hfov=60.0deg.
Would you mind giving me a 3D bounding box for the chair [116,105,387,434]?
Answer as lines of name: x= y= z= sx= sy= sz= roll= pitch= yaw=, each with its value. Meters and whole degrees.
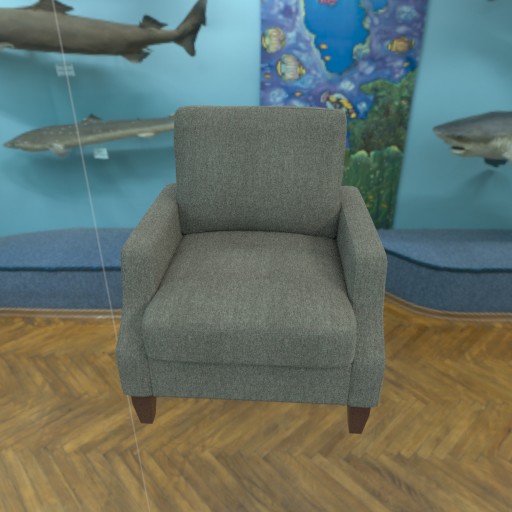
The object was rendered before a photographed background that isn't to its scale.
chair: x=0.000 y=0.000 z=1.665 sx=0.855 sy=0.993 sz=0.897 roll=2 pitch=29 yaw=3
